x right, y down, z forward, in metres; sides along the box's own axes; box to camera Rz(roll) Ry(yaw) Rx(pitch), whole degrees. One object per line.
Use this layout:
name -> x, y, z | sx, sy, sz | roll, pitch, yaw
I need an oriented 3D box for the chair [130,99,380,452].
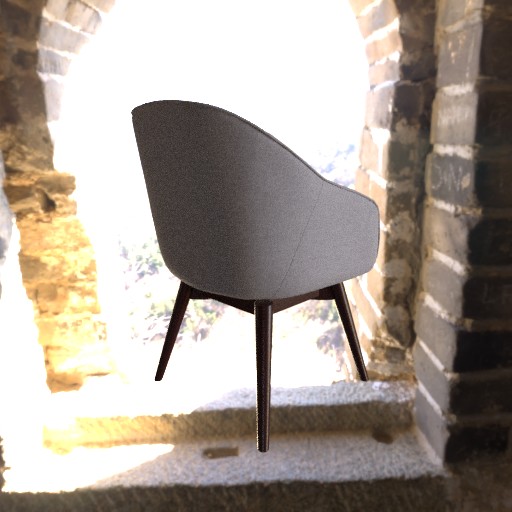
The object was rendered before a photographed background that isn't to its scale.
chair -> 0.000, 0.000, 1.289 | 0.596, 0.823, 0.635 | 14, 20, 43
